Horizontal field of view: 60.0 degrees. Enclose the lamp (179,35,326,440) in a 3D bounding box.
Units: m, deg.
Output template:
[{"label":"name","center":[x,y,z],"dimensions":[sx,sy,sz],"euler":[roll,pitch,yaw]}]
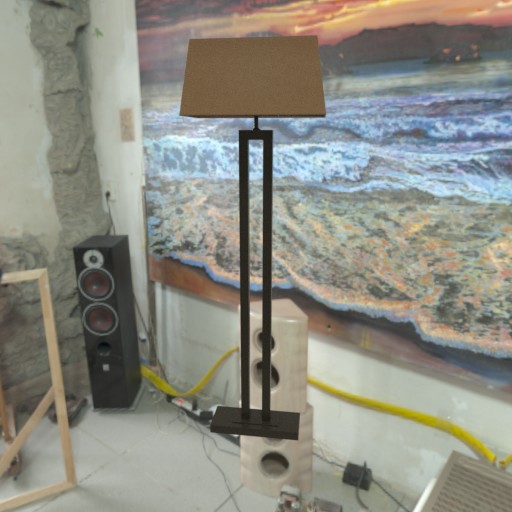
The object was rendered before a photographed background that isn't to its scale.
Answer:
[{"label":"lamp","center":[0.000,0.000,1.656],"dimensions":[0.475,1.469,0.233],"euler":[2,15,8]}]
